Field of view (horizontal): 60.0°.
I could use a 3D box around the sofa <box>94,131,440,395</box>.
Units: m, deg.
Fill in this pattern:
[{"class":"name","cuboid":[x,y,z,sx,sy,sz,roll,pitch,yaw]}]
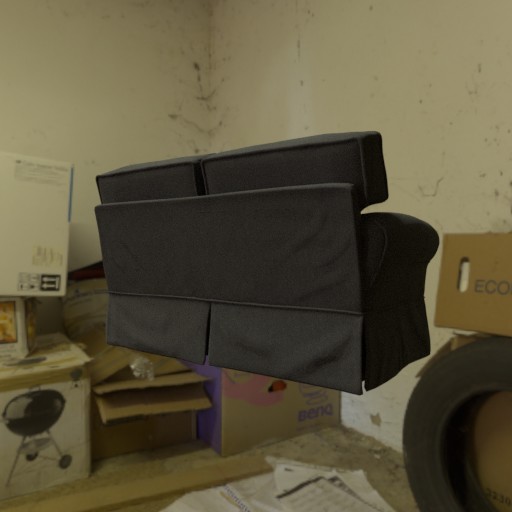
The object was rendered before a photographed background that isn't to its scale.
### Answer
[{"class":"sofa","cuboid":[0.000,0.000,2.476,1.801,1.059,0.997,1,2,35]}]
